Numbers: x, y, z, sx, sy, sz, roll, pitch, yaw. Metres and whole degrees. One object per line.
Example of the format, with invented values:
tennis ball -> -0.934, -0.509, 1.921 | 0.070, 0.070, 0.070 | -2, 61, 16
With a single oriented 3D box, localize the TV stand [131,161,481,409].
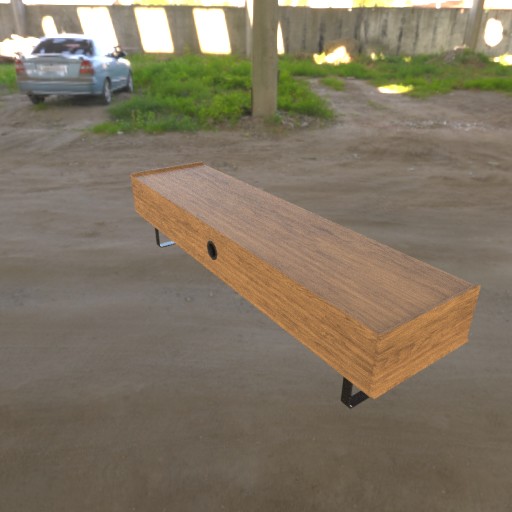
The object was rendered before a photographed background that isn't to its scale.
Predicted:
TV stand -> 0.000, 0.000, 2.007 | 0.467, 0.415, 1.796 | -17, 31, -31
